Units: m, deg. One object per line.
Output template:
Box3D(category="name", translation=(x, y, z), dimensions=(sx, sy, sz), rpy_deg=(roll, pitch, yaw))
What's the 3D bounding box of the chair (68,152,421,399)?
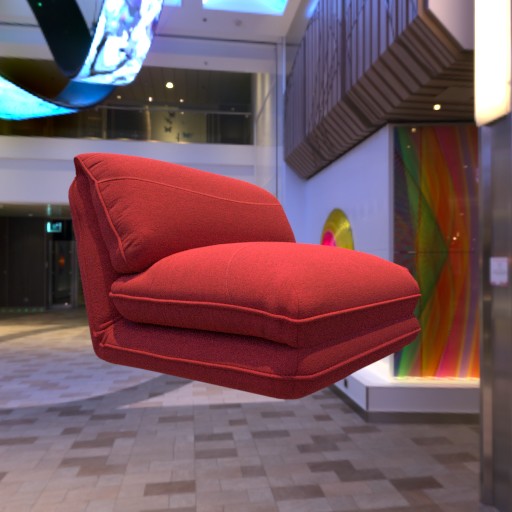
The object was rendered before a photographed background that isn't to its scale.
Box3D(category="chair", translation=(0.000, 0.000, 1.336), dimensions=(0.780, 0.580, 0.820), rpy_deg=(-1, -1, 35))
